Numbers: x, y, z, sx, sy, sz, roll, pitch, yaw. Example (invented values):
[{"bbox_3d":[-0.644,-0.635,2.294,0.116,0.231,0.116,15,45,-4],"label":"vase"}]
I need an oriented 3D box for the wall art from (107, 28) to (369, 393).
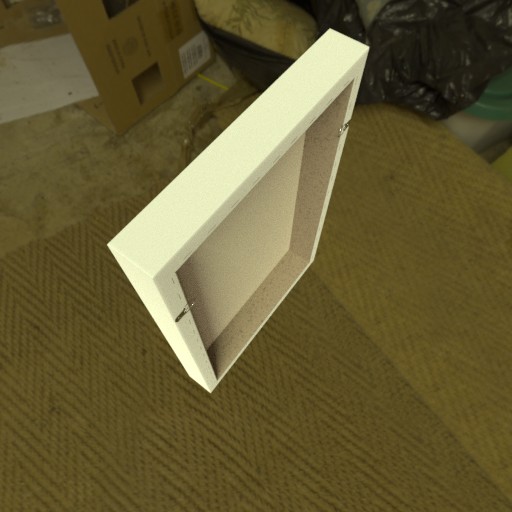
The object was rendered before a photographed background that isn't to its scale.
[{"bbox_3d":[0.000,0.000,0.482,0.039,0.381,0.252,34,68,16],"label":"wall art"}]
